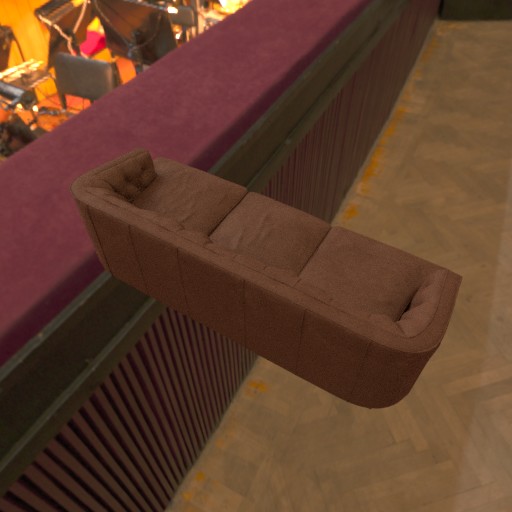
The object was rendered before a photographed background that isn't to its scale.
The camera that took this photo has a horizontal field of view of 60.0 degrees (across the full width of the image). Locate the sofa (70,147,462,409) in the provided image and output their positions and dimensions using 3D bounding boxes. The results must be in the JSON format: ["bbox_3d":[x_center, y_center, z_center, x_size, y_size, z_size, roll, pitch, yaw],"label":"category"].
[{"bbox_3d":[0.000,0.000,2.712,2.227,0.787,0.927,24,53,20],"label":"sofa"}]
